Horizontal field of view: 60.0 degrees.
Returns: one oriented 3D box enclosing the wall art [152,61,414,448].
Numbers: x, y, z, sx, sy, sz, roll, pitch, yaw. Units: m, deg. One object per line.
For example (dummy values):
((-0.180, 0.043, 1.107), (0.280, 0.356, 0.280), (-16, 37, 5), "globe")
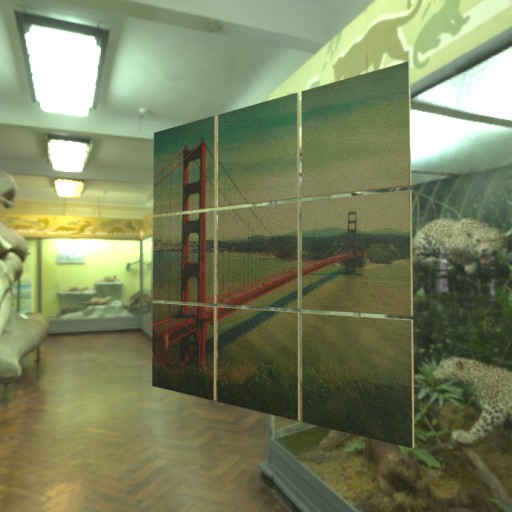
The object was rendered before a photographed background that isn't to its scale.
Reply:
((0.000, 0.000, 1.752), (1.217, 1.207, 0.016), (-1, -2, 37), "wall art")
